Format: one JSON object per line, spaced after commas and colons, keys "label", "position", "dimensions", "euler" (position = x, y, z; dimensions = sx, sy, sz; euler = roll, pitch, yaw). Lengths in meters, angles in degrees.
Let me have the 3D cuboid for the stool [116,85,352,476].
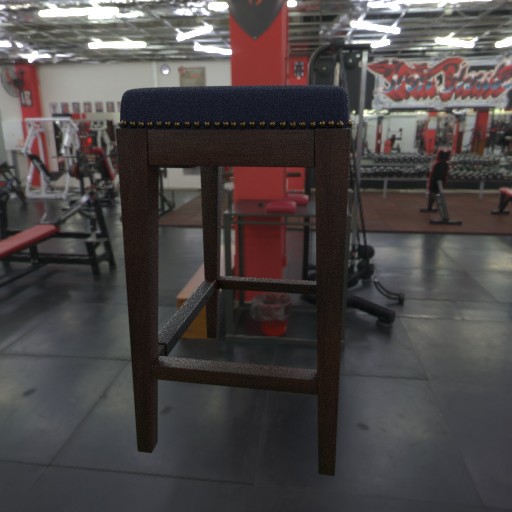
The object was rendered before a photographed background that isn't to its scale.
{"label": "stool", "position": [0.000, 0.000, 0.941], "dimensions": [0.361, 0.642, 0.500], "euler": [3, 16, 9]}
